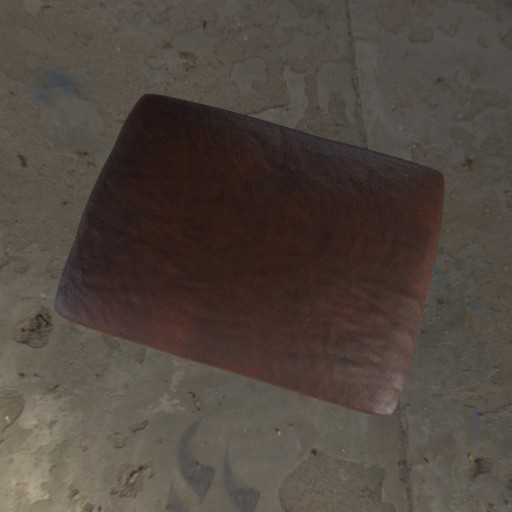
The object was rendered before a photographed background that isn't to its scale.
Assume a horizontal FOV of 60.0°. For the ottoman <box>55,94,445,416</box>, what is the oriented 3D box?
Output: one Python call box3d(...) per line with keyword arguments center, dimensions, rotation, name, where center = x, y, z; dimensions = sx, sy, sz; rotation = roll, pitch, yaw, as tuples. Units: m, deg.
box3d(center=(0.000, 0.000, 1.280), dimensions=(0.887, 0.527, 0.659), rotation=(16, 77, 4), name="ottoman")
